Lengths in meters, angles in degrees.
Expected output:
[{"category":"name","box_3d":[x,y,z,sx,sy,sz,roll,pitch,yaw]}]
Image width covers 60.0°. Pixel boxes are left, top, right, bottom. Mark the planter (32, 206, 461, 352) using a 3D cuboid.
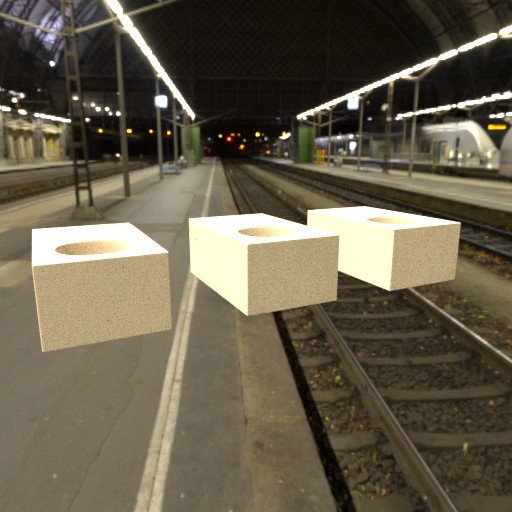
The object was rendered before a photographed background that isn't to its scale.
[{"category":"planter","box_3d":[0.000,0.000,0.373,0.333,0.051,0.127,-7,15,-25]}]
